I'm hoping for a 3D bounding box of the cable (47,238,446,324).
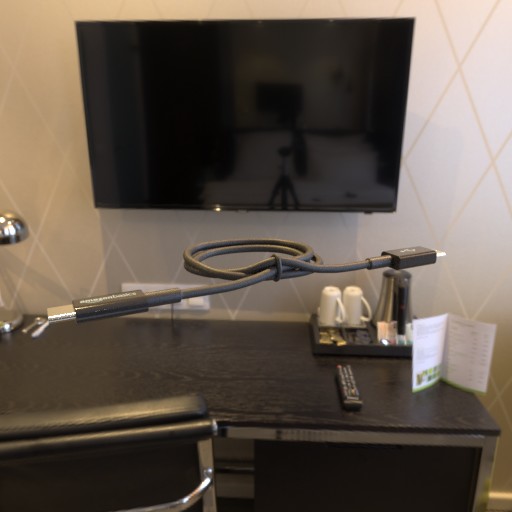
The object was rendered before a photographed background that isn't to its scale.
[{"bbox_3d":[0.000,0.000,0.220,0.192,0.014,0.070,-8,17,-26],"label":"cable"}]
